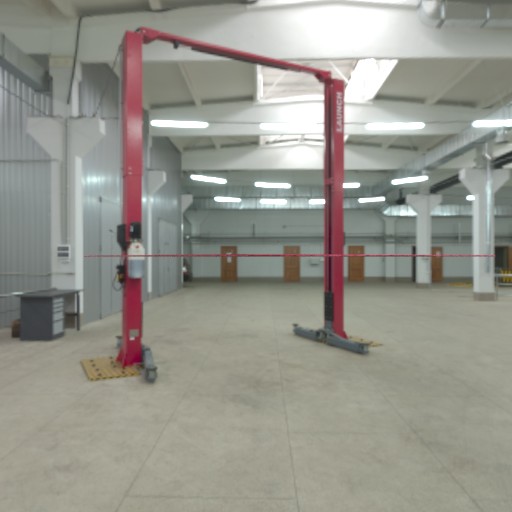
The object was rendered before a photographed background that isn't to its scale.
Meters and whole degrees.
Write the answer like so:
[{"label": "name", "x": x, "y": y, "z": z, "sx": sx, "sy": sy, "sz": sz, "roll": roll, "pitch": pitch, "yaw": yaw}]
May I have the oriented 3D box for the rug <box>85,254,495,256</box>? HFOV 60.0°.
[{"label": "rug", "x": 0.000, "y": 0.000, "z": 2.802, "sx": 1.579, "sy": 0.007, "sz": 2.184, "roll": 0, "pitch": 0, "yaw": -34}]
